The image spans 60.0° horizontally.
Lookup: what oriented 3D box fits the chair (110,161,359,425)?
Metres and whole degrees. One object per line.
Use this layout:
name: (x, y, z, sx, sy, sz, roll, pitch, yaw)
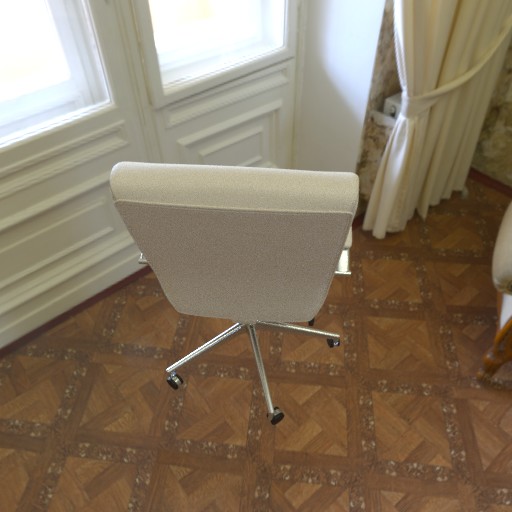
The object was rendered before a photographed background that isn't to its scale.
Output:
chair: (0.000, 0.000, 1.561, 0.727, 1.099, 0.745, 3, 46, 3)
